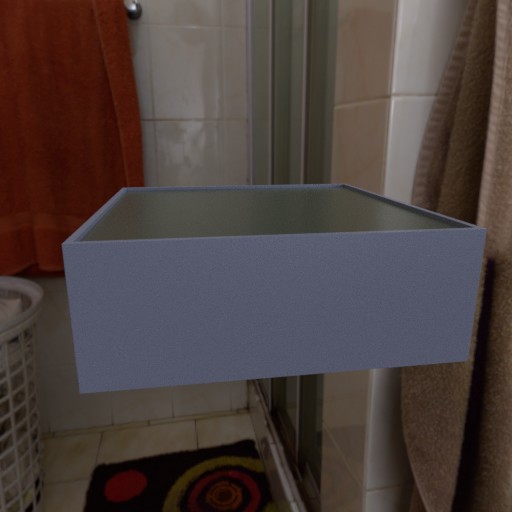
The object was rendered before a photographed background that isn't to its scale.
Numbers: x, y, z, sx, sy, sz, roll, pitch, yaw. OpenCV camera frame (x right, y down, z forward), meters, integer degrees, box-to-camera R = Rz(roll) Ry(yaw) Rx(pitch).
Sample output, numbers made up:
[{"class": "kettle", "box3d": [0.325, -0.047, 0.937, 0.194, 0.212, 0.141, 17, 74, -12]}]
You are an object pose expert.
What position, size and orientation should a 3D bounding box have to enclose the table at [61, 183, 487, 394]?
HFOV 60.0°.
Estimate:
[{"class": "table", "box3d": [0.000, 0.000, 1.241, 0.801, 0.299, 0.801, -2, 16, -9]}]
